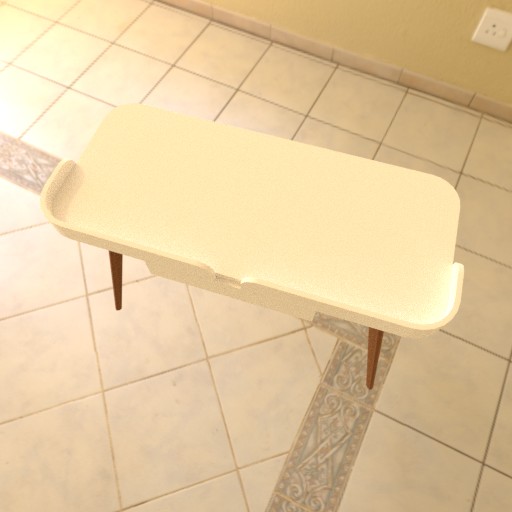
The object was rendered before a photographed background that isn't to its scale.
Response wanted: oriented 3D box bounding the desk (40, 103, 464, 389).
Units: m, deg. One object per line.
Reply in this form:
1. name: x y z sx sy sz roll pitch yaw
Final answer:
1. desk: 0.000 0.000 1.651 1.206 0.807 0.534 16 65 8
